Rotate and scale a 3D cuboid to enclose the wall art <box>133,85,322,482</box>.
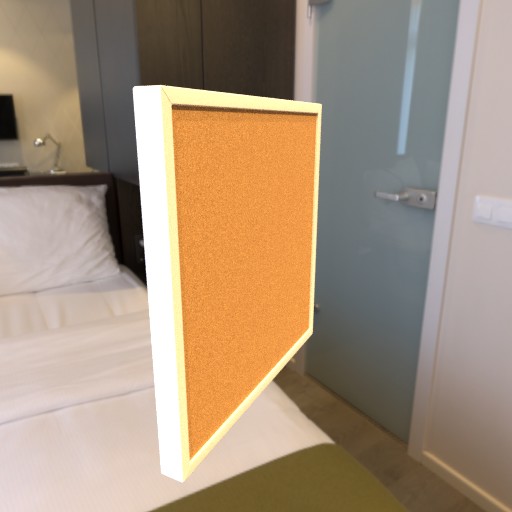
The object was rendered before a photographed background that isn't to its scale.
[{"bbox_3d":[0.000,0.000,0.755,0.038,0.508,0.508,8,18,26],"label":"wall art"}]
